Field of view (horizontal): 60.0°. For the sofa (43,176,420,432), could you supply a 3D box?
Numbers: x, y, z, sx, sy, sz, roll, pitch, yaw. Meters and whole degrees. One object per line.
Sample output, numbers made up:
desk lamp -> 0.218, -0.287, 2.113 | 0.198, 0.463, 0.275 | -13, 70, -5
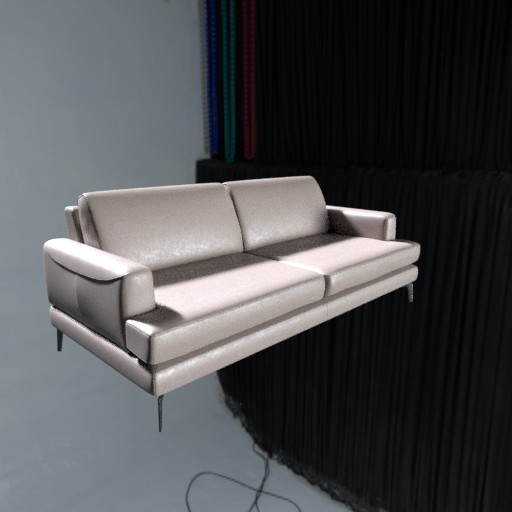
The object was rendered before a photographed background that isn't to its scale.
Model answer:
sofa -> 0.000, 0.000, 2.405 | 1.940, 0.765, 0.974 | -14, 19, -43
